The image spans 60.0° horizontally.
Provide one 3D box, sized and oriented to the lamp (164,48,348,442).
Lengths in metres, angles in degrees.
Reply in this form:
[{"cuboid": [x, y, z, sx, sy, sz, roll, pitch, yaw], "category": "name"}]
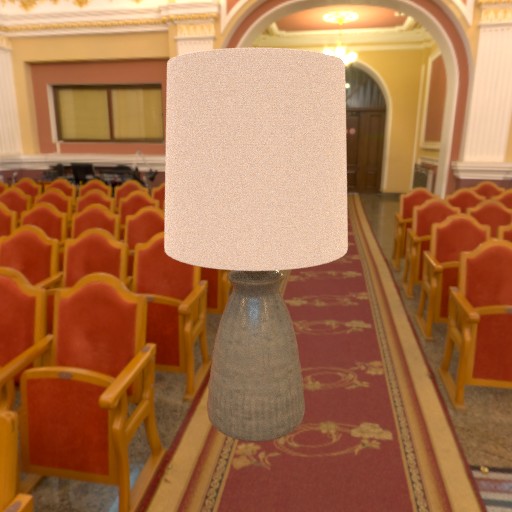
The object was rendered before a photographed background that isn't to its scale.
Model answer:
[{"cuboid": [0.000, 0.000, 0.462, 0.186, 0.369, 0.186, 0, 15, 0], "category": "lamp"}]
